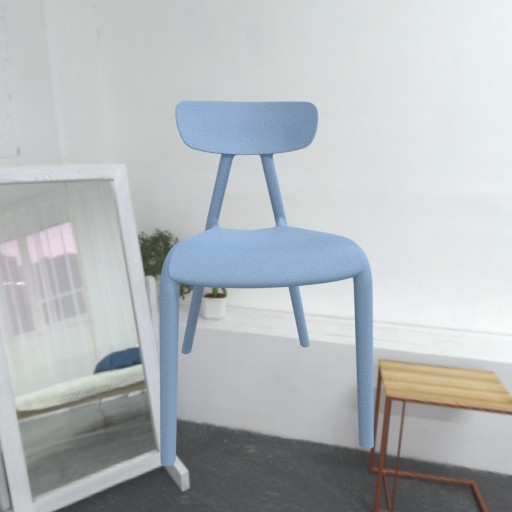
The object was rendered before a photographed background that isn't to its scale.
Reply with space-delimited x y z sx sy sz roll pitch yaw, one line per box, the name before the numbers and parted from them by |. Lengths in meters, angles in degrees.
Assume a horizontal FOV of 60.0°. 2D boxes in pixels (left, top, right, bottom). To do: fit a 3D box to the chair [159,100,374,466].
chair | 0.000 0.000 0.841 0.356 0.580 0.401 -2 15 -7
